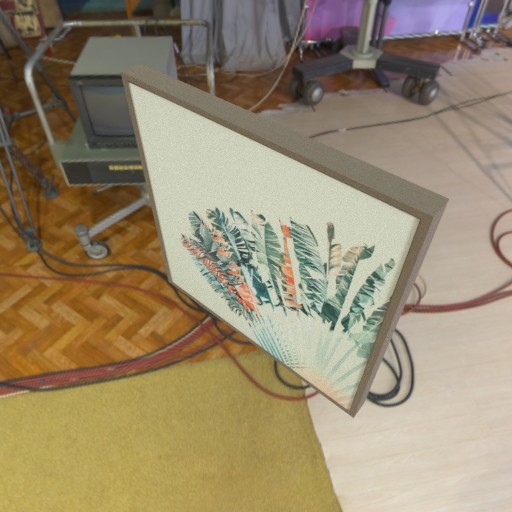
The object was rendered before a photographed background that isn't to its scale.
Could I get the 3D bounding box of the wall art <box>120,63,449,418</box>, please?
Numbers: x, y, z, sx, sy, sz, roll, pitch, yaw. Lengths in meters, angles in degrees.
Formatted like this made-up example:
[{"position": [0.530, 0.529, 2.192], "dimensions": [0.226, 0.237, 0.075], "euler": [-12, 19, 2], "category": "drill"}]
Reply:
[{"position": [0.000, 0.000, 0.761], "dimensions": [0.508, 0.506, 0.038], "euler": [32, 55, 26], "category": "wall art"}]
